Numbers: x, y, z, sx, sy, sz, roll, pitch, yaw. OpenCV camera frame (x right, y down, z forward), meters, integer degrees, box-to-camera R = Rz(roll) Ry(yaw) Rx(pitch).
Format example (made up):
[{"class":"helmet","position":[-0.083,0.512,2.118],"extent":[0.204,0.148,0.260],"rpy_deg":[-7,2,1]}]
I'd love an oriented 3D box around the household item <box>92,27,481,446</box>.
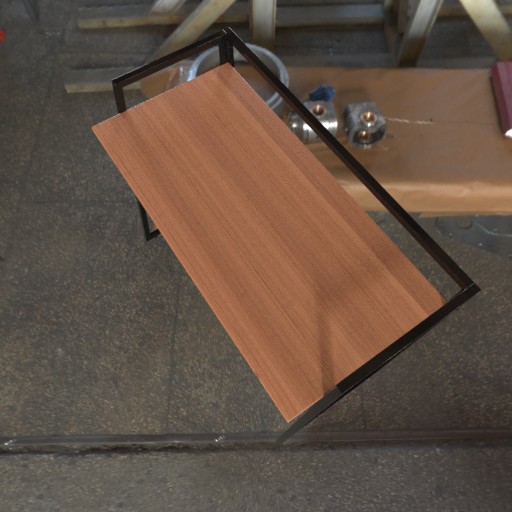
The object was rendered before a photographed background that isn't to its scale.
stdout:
[{"class":"household item","position":[0.000,0.000,1.502],"extent":[0.510,0.860,1.050],"rpy_deg":[-31,68,-14]}]
